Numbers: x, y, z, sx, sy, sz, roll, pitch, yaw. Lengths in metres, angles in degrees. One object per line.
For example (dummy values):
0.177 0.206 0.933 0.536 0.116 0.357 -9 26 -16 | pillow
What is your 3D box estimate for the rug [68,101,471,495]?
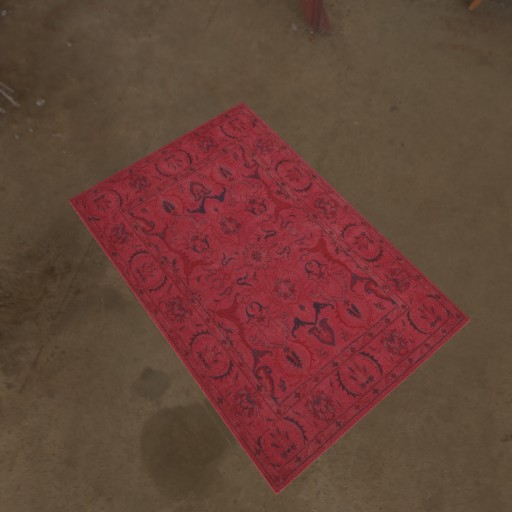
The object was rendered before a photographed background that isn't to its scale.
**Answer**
0.000 0.000 2.287 1.209 0.008 1.814 -35 68 -16 | rug
